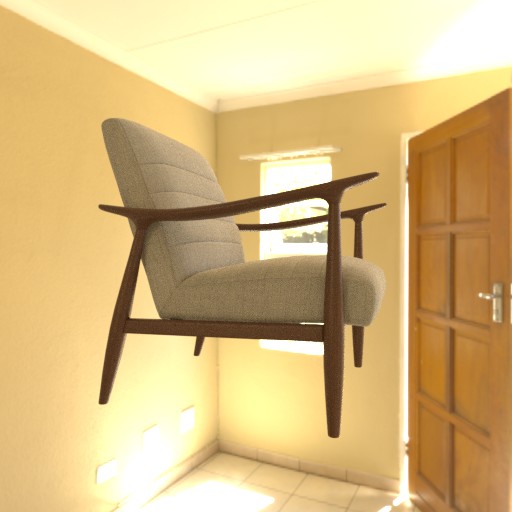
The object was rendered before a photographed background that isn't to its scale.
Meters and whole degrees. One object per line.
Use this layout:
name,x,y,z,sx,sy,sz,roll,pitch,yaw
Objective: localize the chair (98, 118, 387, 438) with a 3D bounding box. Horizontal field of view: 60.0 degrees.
chair,0.000,0.000,1.432,0.798,0.832,0.741,0,1,18
